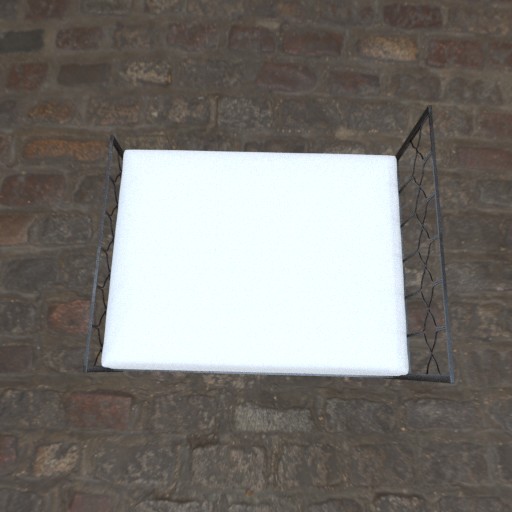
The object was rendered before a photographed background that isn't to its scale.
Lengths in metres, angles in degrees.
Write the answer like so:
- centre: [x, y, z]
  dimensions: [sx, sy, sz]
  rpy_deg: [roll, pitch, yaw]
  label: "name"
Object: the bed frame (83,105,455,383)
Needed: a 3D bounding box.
- centre: [0.000, 0.000, 3.047]
  dimensions: [2.063, 1.222, 1.597]
  rpy_deg: [1, 76, 0]
  label: "bed frame"
